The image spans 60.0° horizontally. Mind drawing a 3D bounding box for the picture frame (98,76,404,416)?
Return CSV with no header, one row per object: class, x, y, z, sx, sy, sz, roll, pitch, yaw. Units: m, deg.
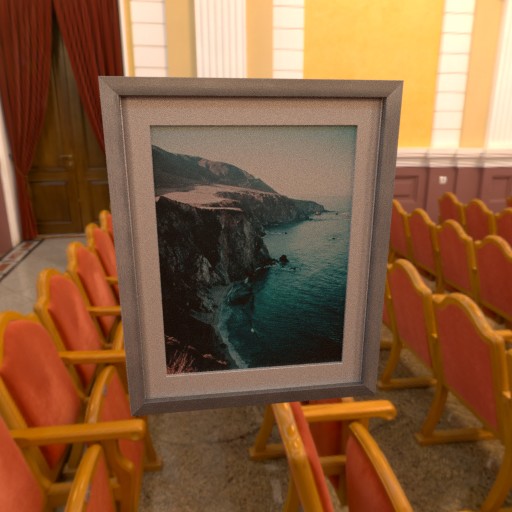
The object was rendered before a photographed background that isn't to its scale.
picture frame,0.000,0.000,0.748,0.449,0.555,0.046,-2,17,-8
